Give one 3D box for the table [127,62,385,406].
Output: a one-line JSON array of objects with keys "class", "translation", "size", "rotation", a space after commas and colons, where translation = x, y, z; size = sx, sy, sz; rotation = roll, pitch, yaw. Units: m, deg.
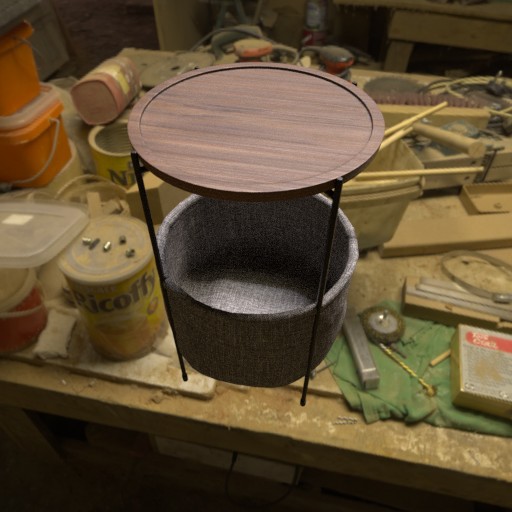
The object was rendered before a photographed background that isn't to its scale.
[{"class": "table", "translation": [0.000, 0.000, 0.899], "size": [0.400, 0.623, 0.400], "rotation": [9, 47, 9]}]
